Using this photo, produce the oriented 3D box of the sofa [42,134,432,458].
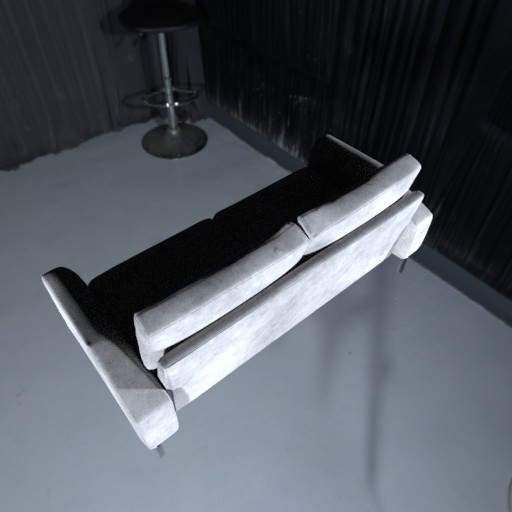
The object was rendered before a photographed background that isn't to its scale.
[{"bbox_3d":[0.000,0.000,2.279,1.837,0.859,0.849,-31,54,-26],"label":"sofa"}]
